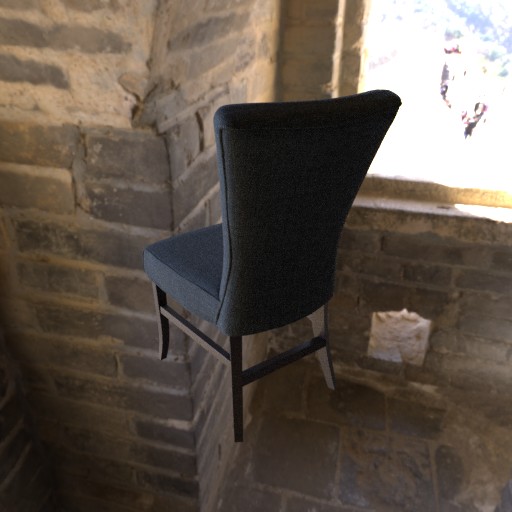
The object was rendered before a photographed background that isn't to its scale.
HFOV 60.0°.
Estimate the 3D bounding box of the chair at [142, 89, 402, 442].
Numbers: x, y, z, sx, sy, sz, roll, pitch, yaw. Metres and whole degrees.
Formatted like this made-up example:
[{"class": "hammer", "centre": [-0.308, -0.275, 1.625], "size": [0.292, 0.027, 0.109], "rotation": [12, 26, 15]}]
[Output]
[{"class": "chair", "centre": [0.000, 0.000, 1.372], "size": [0.520, 0.991, 0.660], "rotation": [-18, 32, -30]}]
